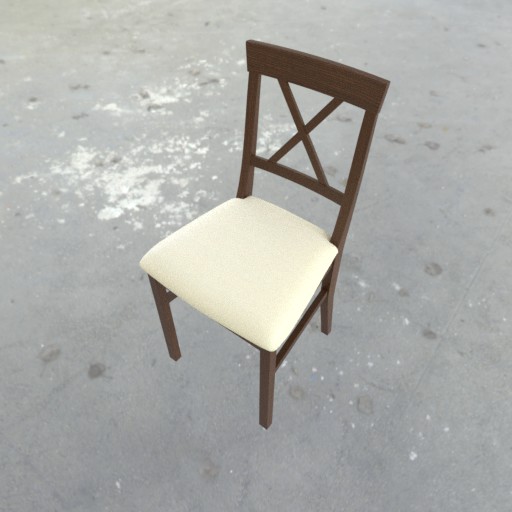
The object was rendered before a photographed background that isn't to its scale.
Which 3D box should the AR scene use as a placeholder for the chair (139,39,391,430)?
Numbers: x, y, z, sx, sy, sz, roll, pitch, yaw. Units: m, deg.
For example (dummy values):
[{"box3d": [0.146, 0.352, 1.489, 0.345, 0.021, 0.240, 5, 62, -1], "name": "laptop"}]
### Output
[{"box3d": [0.000, 0.000, 1.202, 0.440, 0.913, 0.480, 29, 53, 25], "name": "chair"}]
